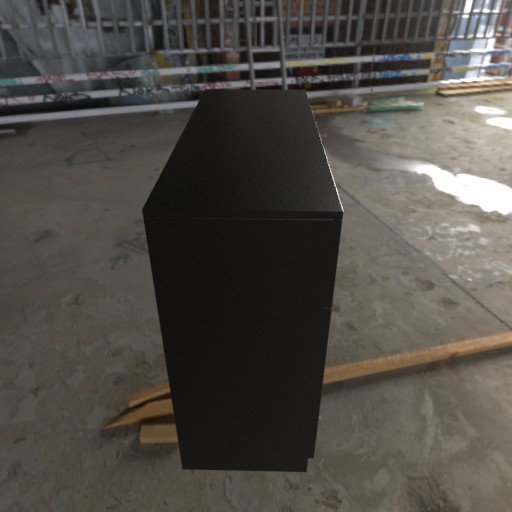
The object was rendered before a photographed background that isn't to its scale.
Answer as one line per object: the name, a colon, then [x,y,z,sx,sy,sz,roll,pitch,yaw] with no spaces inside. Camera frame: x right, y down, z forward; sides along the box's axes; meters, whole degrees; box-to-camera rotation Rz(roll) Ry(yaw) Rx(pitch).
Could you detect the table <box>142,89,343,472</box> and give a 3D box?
table: [0.000,0.000,1.380,0.380,0.790,0.930,1,33,1]
